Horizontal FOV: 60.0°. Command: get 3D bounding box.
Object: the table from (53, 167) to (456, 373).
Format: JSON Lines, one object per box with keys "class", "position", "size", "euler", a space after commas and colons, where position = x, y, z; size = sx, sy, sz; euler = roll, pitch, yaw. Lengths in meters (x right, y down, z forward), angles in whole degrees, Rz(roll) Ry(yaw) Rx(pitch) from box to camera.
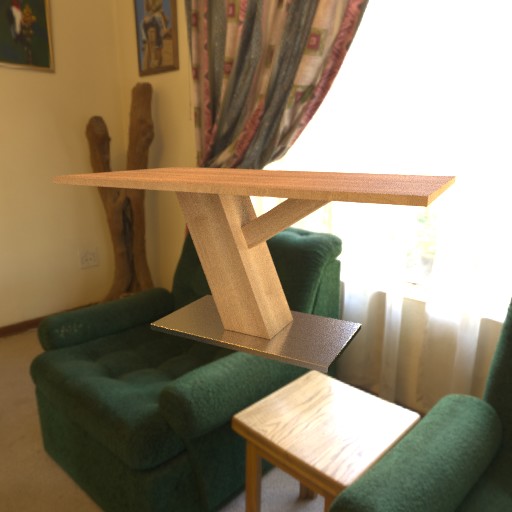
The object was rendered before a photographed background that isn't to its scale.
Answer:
{"class": "table", "position": [0.000, 0.000, 2.107], "size": [1.600, 0.750, 0.900], "euler": [8, 16, 27]}
